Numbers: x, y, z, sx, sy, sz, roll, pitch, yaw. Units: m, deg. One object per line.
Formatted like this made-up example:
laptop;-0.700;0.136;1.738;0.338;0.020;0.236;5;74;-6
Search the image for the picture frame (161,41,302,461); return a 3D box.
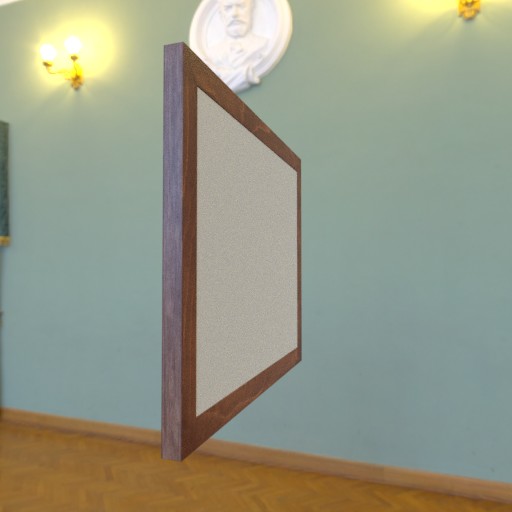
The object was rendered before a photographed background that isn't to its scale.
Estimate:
picture frame;0.000;0.000;0.750;0.025;0.457;0.559;-1;-2;19
